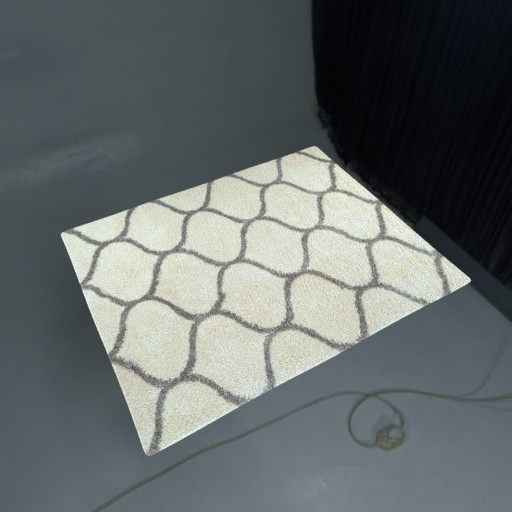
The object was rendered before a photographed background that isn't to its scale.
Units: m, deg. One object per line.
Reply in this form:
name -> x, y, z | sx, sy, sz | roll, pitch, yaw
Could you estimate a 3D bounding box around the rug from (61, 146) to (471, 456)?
rug -> 0.000, 0.000, 4.091 | 3.000, 0.026, 2.399 | -23, 51, -20
